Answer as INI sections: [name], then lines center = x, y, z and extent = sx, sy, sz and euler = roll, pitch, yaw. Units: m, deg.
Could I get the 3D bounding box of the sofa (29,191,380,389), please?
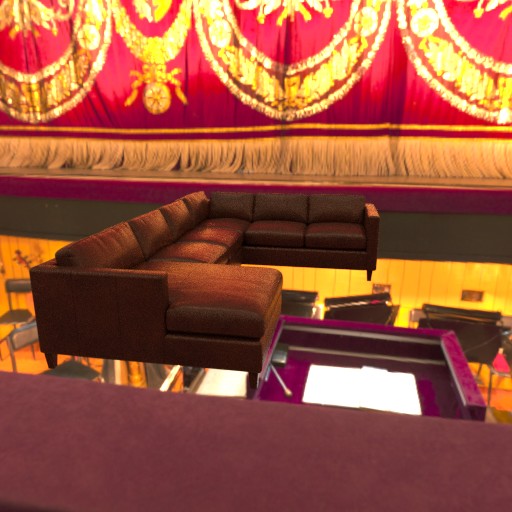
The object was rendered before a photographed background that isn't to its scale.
[sofa]
center = 0.000, 0.000, 4.344
extent = 2.452, 0.891, 3.324
euler = 3, 15, 10
